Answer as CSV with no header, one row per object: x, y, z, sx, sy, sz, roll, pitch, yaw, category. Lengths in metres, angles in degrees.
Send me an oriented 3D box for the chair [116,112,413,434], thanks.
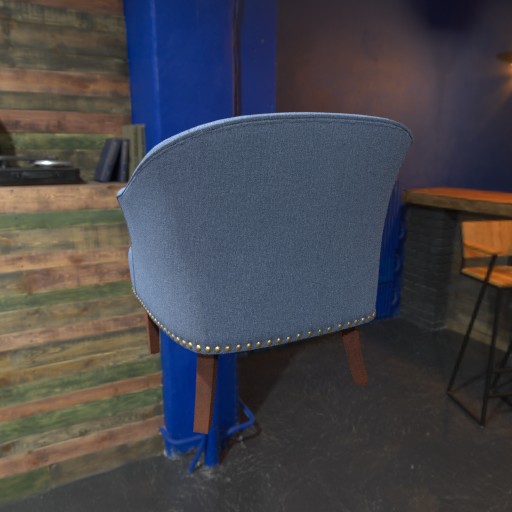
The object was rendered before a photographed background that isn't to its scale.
0.000,0.000,1.392,0.772,0.815,0.704,-7,15,-25,chair
